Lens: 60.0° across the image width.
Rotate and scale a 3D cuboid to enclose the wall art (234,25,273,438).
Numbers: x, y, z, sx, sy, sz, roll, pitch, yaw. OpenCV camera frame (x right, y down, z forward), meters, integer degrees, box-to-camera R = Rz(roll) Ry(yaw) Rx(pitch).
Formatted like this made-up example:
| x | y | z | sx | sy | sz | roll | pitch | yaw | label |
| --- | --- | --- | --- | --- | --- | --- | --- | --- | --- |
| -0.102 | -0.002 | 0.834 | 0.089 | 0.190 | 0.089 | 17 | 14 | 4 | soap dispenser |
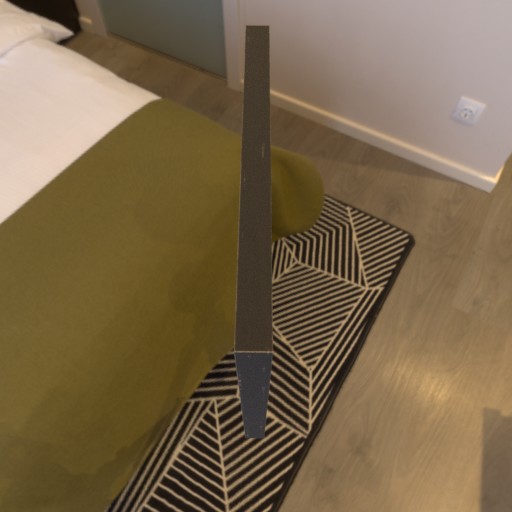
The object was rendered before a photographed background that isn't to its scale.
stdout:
| x | y | z | sx | sy | sz | roll | pitch | yaw | label |
| --- | --- | --- | --- | --- | --- | --- | --- | --- | --- |
| 0.000 | 0.000 | 0.754 | 0.036 | 0.506 | 0.506 | 0 | 59 | 0 | wall art |
